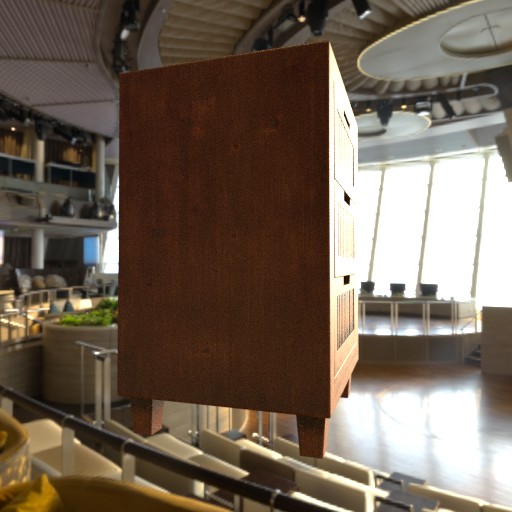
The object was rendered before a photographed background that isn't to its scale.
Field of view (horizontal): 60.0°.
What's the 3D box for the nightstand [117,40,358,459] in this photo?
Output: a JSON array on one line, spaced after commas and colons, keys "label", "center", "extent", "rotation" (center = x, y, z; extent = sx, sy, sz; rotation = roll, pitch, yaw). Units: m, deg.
[{"label": "nightstand", "center": [0.000, 0.000, 1.000], "extent": [0.410, 0.695, 0.465], "rotation": [0, -1, 18]}]
